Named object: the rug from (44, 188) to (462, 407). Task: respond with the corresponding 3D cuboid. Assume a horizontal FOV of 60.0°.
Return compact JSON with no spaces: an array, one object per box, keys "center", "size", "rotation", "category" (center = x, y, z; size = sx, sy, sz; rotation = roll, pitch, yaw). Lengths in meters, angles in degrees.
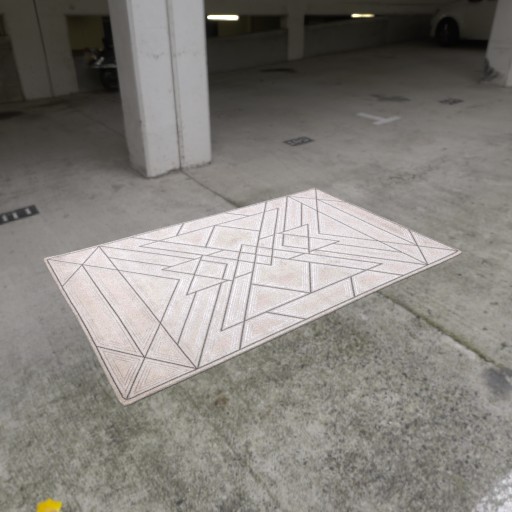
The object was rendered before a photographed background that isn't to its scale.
[{"center":[0.000,0.000,3.072],"size":[2.459,0.023,1.575],"rotation":[-18,34,-30],"category":"rug"}]
